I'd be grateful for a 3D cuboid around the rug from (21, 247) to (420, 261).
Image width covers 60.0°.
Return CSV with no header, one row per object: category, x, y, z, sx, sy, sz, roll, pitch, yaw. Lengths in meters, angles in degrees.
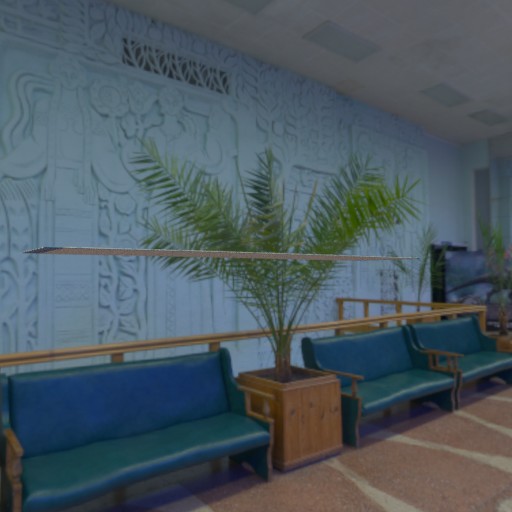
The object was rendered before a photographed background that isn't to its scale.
rug,0.000,0.000,2.585,2.372,0.008,0.620,1,-3,-35
